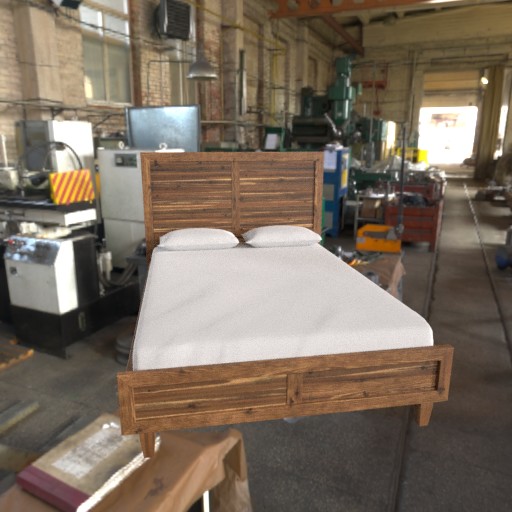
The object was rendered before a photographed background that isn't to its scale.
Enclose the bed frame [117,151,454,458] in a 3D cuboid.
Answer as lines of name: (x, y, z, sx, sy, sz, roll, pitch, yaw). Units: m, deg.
bed frame: (0.000, 0.000, 3.195, 1.696, 1.417, 2.276, -2, 14, -10)
